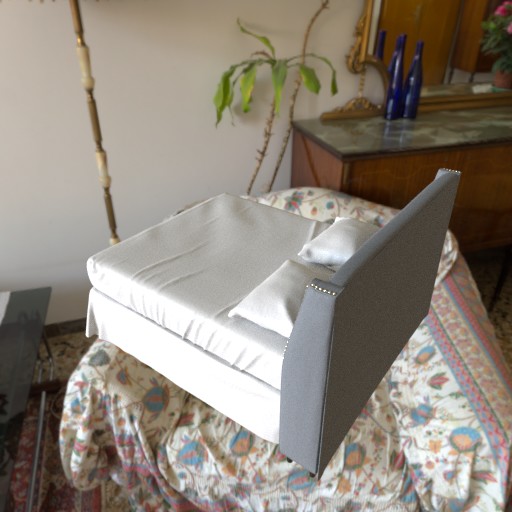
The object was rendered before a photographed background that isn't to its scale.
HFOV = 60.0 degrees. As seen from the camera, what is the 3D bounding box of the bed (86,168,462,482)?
[{"bbox_3d":[0.000,0.000,3.398,2.276,1.332,1.925,21,36,31],"label":"bed"}]
